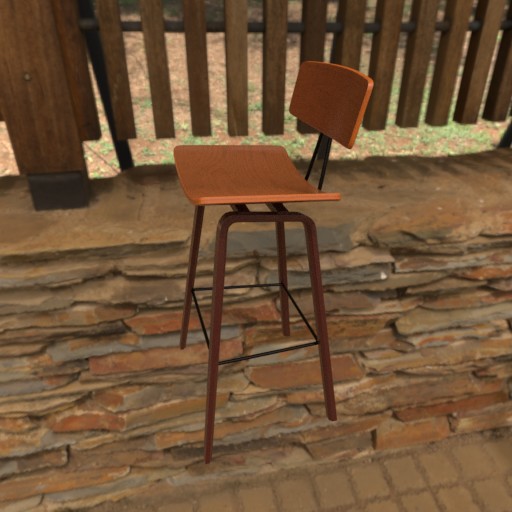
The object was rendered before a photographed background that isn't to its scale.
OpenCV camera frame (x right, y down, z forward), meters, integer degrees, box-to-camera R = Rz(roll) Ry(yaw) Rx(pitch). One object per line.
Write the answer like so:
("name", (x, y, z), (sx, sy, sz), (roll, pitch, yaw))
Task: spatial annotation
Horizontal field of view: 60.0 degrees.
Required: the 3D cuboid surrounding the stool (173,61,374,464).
("stool", (0.000, 0.000, 1.241), (0.440, 0.969, 0.509), (-8, 31, -14))
